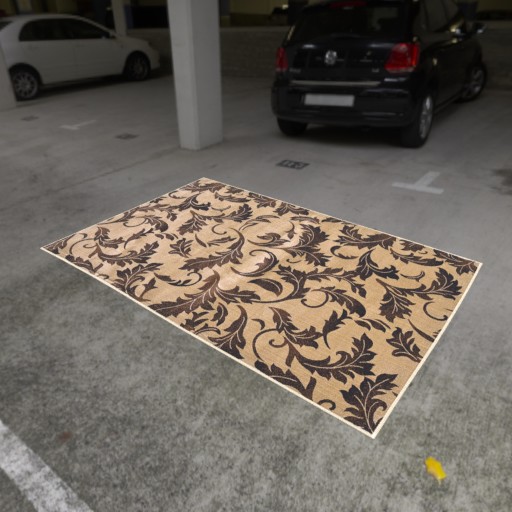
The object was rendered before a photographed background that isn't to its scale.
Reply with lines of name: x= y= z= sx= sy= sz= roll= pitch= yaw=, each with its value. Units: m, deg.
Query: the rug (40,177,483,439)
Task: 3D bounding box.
rug: x=0.000 y=0.000 z=2.728 sx=2.284 sy=0.008 sz=1.522 roll=22 pitch=38 yaw=31
